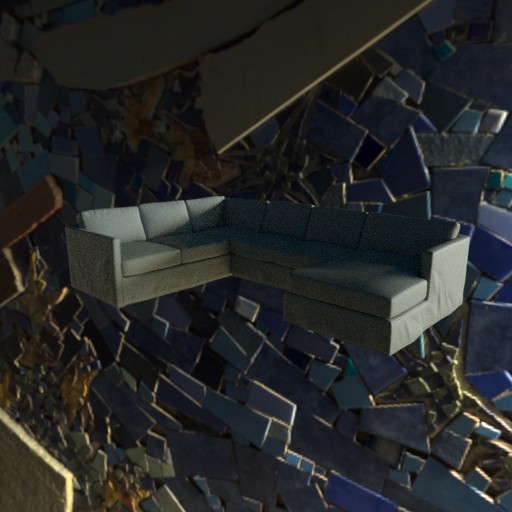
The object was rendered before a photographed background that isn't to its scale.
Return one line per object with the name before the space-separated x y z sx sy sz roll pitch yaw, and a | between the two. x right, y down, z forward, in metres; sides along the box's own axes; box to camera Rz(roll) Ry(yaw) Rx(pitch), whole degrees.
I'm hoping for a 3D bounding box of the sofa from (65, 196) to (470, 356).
sofa | 0.000 0.000 4.593 3.460 0.882 2.427 12 18 41
